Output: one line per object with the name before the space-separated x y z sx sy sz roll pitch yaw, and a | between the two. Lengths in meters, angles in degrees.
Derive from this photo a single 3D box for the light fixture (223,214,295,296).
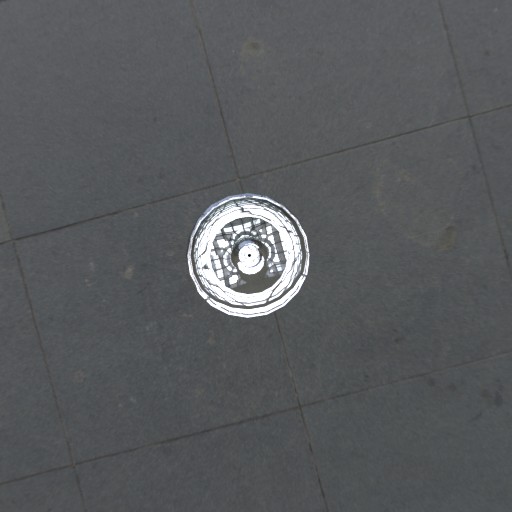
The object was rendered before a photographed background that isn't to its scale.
light fixture | 0.000 0.000 1.617 0.374 1.457 0.374 0 90 1
